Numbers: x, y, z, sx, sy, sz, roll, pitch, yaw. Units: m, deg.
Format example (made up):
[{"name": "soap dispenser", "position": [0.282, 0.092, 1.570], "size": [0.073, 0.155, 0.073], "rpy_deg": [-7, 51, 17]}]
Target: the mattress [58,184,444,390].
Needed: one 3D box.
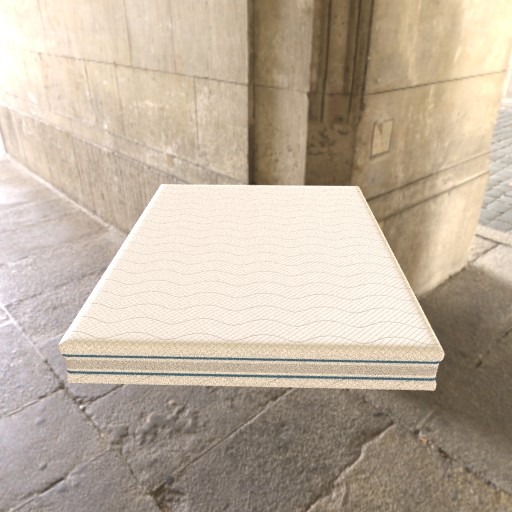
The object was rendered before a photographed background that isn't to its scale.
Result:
[{"name": "mattress", "position": [0.000, 0.000, 2.749], "size": [1.600, 0.230, 2.000], "rpy_deg": [1, 29, 1]}]
